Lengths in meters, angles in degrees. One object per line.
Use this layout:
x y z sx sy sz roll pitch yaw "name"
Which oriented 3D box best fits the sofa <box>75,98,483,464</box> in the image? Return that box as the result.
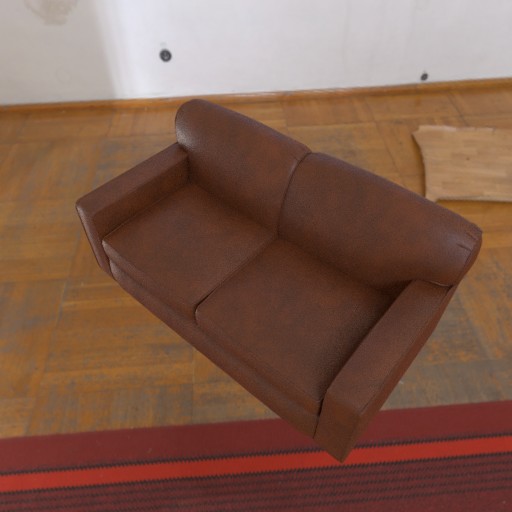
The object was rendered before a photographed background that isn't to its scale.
0.000 0.000 2.373 1.856 0.966 1.000 32 55 26 "sofa"
